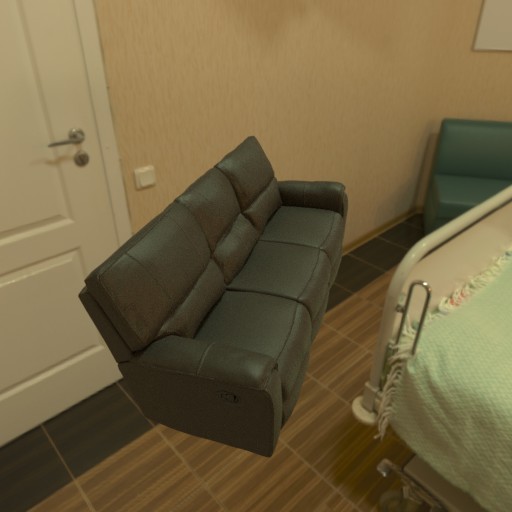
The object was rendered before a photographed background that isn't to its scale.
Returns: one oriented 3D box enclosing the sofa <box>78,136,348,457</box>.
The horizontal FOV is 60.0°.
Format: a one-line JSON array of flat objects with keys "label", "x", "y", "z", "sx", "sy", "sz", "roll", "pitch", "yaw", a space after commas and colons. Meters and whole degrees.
[{"label": "sofa", "x": 0.000, "y": 0.000, "z": 3.313, "sx": 1.104, "sy": 1.134, "sz": 2.627, "roll": 10, "pitch": 33, "yaw": 15}]
